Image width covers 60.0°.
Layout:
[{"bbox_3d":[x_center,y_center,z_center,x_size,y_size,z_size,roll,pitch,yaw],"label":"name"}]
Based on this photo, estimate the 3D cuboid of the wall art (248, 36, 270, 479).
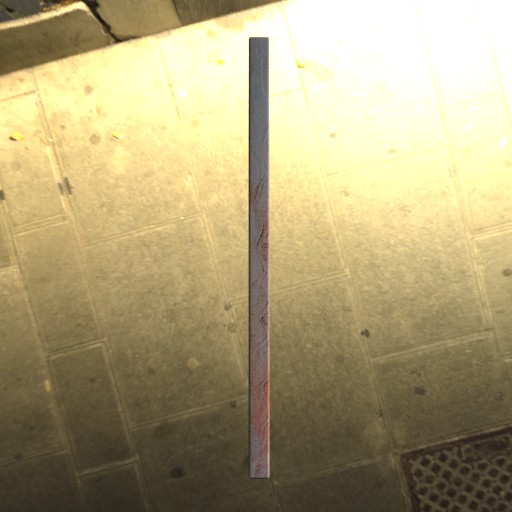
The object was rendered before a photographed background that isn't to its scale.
[{"bbox_3d":[0.000,0.000,1.118,0.035,0.747,0.747,0,91,-1],"label":"wall art"}]
